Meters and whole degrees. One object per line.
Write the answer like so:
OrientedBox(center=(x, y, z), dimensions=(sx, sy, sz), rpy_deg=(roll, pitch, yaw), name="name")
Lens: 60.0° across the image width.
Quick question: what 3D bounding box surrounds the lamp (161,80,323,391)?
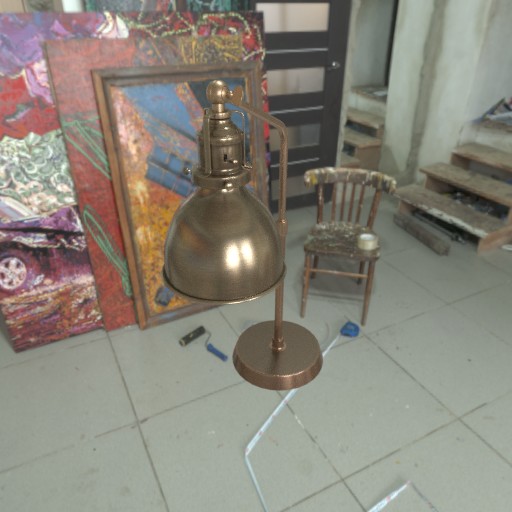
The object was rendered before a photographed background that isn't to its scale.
OrientedBox(center=(0.000, 0.000, 0.591), dimensions=(0.153, 0.456, 0.286), rpy_deg=(18, 34, 29), name="lamp")
